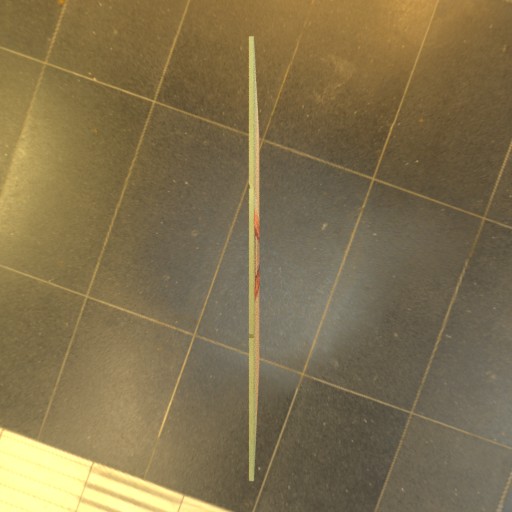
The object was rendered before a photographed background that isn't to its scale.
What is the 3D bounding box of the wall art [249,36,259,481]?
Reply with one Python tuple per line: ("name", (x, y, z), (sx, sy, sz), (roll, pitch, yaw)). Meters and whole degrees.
("wall art", (0.000, 0.000, 1.818), (0.013, 1.219, 1.214), (0, 91, 1))
